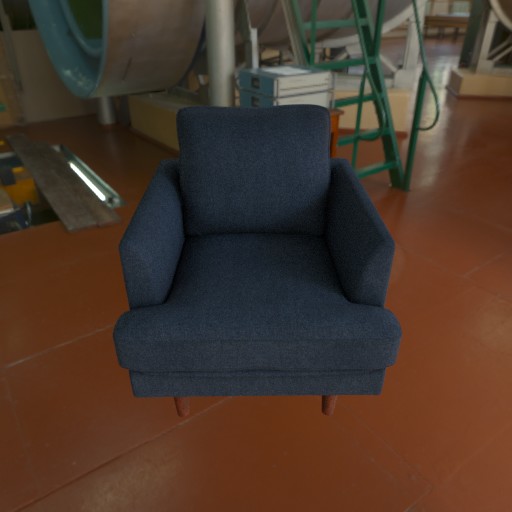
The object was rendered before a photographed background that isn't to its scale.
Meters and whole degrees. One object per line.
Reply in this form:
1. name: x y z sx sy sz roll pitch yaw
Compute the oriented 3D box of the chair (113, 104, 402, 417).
1. chair: 0.000 0.000 1.648 0.858 0.957 0.899 0 31 -1
